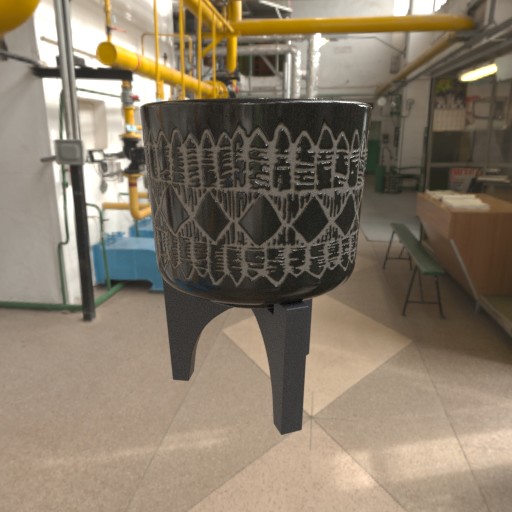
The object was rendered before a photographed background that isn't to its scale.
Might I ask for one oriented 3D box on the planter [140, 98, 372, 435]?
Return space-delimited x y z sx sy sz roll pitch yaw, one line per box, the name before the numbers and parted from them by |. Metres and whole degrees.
planter | 0.000 0.000 0.277 0.129 0.177 0.129 0 15 0
